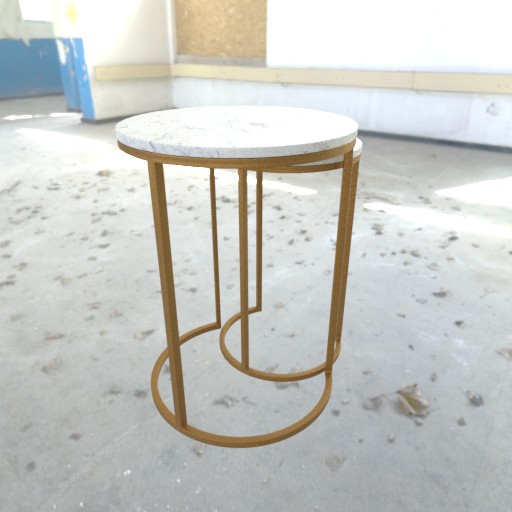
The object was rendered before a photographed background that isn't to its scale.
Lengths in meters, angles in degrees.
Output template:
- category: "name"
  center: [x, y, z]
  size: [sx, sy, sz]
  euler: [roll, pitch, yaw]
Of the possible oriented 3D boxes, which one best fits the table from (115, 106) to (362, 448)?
- category: "table"
  center: [0.000, 0.000, 0.912]
  size: [0.400, 0.550, 0.507]
  euler: [18, 31, 32]
